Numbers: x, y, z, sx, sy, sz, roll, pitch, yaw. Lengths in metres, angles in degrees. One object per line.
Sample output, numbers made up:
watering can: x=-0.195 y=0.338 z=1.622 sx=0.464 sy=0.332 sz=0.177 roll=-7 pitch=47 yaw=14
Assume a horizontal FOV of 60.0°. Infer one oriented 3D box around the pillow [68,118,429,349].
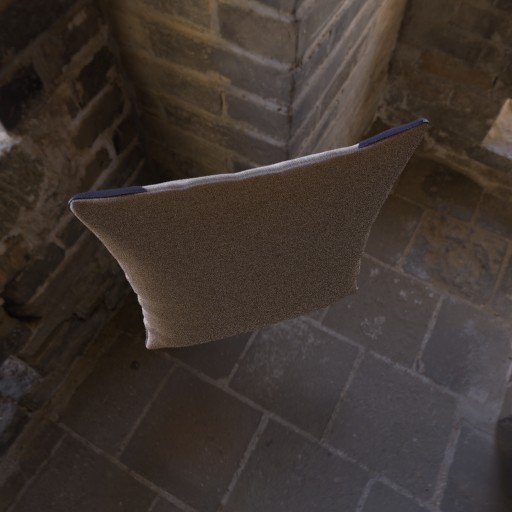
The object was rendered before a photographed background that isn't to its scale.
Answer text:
pillow: x=0.000 y=0.000 z=0.696 sx=0.440 sy=0.441 sz=0.147 roll=-15 pitch=59 yaw=-9
